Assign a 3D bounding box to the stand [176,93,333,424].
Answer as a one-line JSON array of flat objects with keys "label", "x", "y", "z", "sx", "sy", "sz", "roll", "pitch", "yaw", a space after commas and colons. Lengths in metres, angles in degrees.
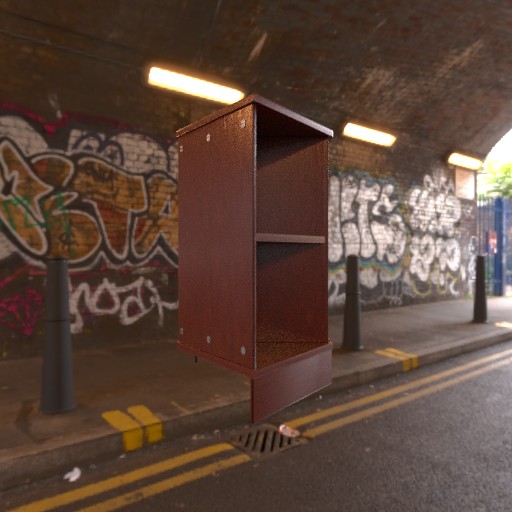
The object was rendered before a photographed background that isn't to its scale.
[{"label": "stand", "x": 0.000, "y": 0.000, "z": 1.354, "sx": 0.381, "sy": 0.614, "sz": 1.072, "roll": 0, "pitch": 1, "yaw": 0}]
